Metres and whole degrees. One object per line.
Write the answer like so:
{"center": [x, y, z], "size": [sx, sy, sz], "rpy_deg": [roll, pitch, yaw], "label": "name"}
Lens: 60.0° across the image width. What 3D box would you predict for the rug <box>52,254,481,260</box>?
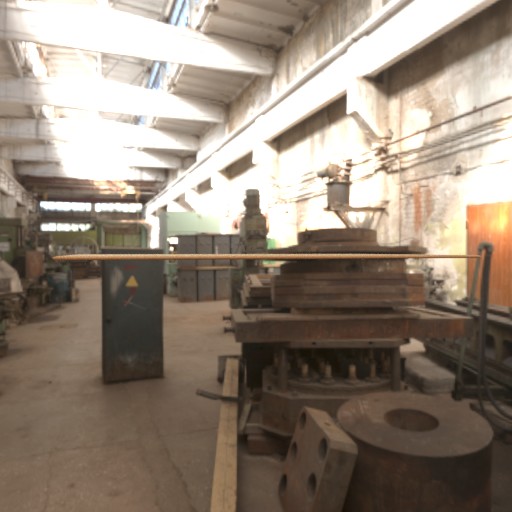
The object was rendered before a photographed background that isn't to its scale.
{"center": [0.000, 0.000, 2.132], "size": [1.678, 0.013, 1.078], "rpy_deg": [0, 1, -18], "label": "rug"}
